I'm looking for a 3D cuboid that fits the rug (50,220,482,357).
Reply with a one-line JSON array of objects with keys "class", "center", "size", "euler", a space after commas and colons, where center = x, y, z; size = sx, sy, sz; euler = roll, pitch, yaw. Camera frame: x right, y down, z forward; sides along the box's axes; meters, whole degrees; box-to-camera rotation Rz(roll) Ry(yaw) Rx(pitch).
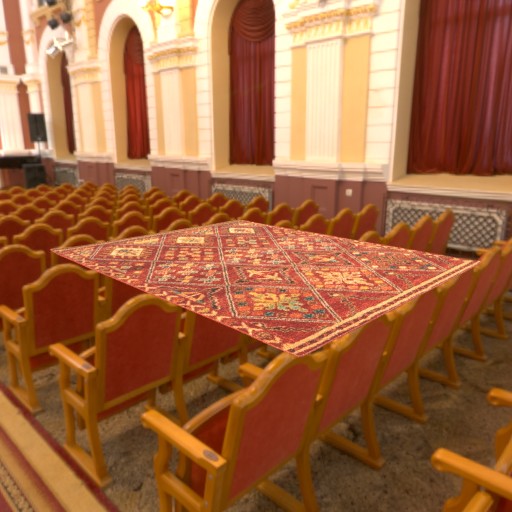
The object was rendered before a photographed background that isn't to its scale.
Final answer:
[{"class": "rug", "center": [0.000, 0.000, 4.039], "size": [3.086, 0.030, 2.489], "euler": [14, 20, 43]}]
